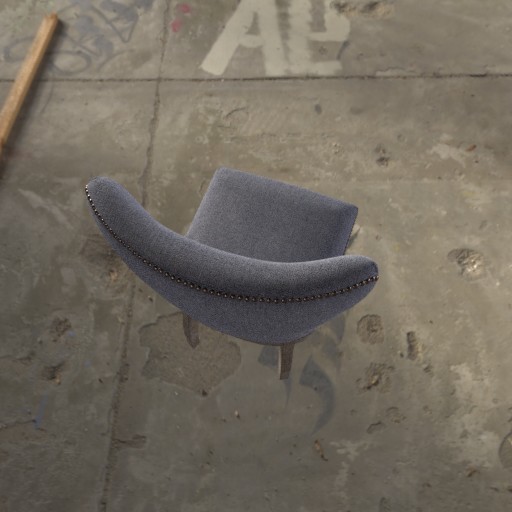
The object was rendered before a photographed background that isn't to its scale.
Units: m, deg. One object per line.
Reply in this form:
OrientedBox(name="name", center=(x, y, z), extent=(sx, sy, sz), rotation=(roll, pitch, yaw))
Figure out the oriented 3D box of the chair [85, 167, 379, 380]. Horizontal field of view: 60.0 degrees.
OrientedBox(name="chair", center=(0.000, 0.000, 1.419), extent=(0.654, 1.002, 0.681), rotation=(18, 64, 9))
